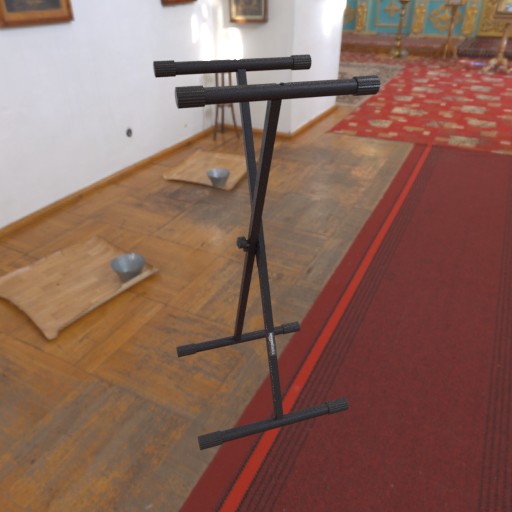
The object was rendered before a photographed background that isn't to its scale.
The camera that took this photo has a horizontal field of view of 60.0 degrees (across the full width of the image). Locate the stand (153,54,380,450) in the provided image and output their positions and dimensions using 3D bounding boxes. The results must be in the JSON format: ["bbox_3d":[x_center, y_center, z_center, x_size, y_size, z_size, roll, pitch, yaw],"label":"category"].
[{"bbox_3d":[0.000,0.000,1.190,0.449,0.940,0.409,-9,33,-15],"label":"stand"}]
